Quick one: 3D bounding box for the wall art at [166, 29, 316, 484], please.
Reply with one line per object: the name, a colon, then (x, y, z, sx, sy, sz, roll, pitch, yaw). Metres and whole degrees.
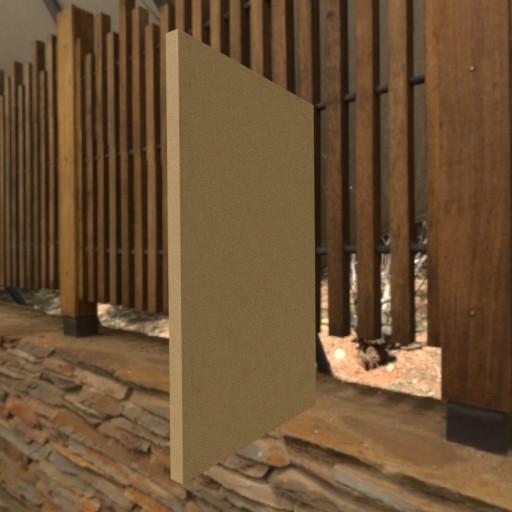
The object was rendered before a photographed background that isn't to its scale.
wall art: (0.000, 0.000, 1.003, 0.039, 0.810, 0.510, 0, 1, 35)
